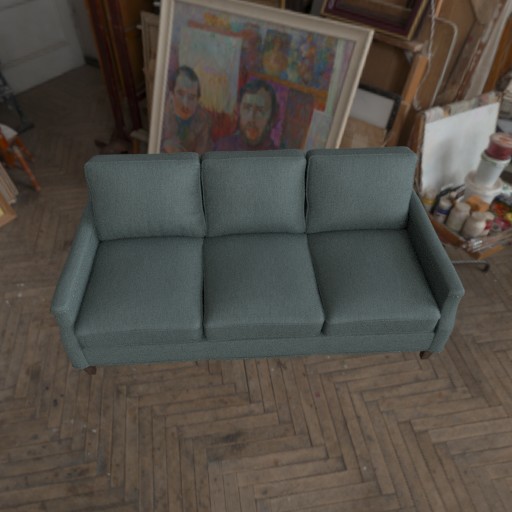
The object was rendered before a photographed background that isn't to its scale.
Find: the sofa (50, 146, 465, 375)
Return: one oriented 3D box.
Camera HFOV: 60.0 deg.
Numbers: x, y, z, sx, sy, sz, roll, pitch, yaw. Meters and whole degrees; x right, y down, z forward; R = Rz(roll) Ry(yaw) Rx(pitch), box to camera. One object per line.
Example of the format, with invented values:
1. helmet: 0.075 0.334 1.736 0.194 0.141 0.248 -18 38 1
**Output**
1. sofa: 0.000 0.000 2.777 2.246 1.003 1.084 -2 46 -2
